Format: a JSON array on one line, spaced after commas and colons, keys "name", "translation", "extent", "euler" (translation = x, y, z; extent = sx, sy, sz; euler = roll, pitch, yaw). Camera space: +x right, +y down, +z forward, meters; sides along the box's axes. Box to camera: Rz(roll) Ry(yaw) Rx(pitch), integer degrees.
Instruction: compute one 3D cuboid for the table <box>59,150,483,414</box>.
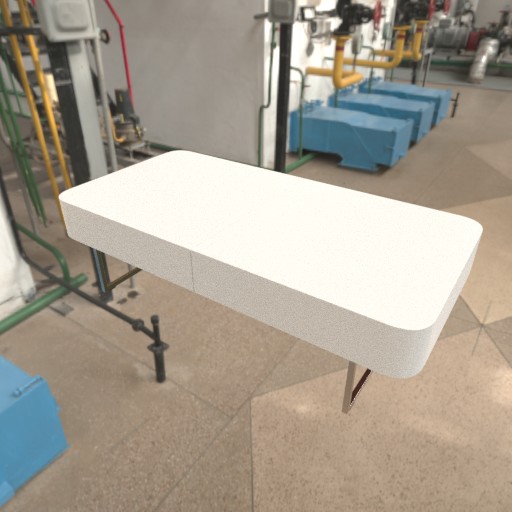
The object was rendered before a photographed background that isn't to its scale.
[{"name": "table", "translation": [0.000, 0.000, 1.439], "extent": [1.200, 0.340, 0.600], "euler": [20, 36, 29]}]
